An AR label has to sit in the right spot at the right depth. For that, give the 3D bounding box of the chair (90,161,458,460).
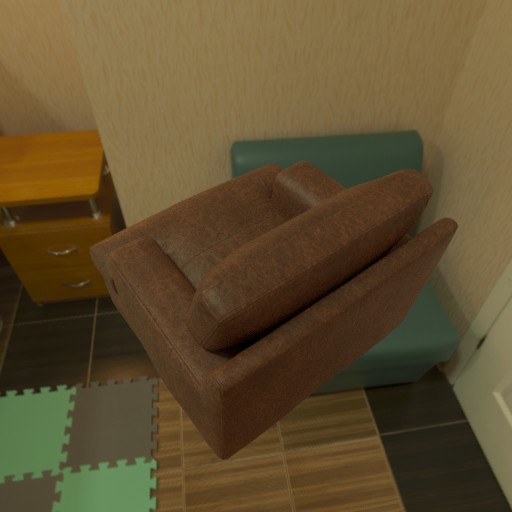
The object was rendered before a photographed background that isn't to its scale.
[{"bbox_3d":[0.000,0.000,1.967,1.168,0.939,1.143,-29,53,-25],"label":"chair"}]
